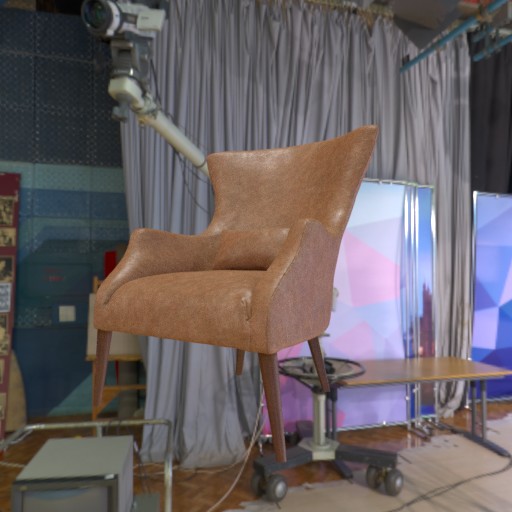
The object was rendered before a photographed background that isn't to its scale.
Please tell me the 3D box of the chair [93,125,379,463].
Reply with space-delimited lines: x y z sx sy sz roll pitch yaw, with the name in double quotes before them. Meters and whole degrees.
"chair" 0.000 0.000 1.731 0.846 1.067 0.955 0 -1 35
